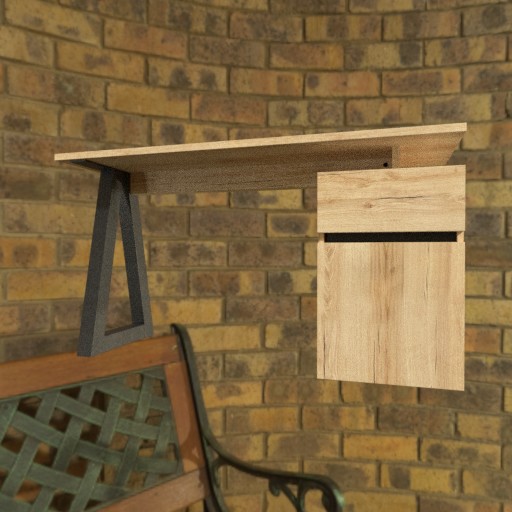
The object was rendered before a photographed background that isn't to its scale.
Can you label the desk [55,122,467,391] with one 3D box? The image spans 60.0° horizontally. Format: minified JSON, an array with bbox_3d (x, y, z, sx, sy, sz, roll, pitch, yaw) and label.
[{"bbox_3d":[0.000,0.000,1.713,1.400,0.760,0.550,0,1,17],"label":"desk"}]
